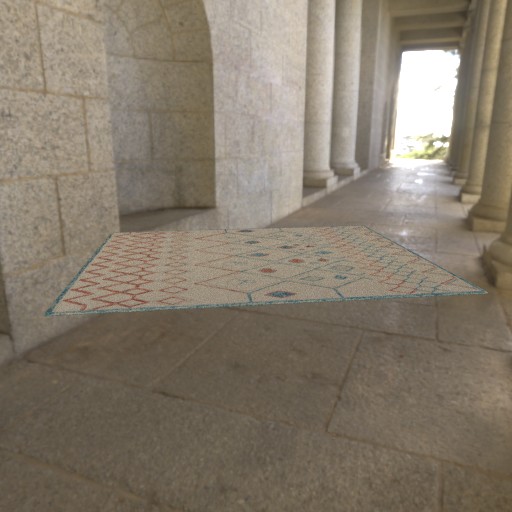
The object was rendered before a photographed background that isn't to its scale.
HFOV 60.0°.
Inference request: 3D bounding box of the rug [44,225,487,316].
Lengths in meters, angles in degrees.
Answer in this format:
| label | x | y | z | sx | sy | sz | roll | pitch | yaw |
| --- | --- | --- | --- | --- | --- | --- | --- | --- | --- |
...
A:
| label | x | y | z | sx | sy | sz | roll | pitch | yaw |
| --- | --- | --- | --- | --- | --- | --- | --- | --- | --- |
| rug | 0.000 | 0.000 | 4.165 | 3.050 | 0.016 | 2.441 | -2 | 16 | -7 |
